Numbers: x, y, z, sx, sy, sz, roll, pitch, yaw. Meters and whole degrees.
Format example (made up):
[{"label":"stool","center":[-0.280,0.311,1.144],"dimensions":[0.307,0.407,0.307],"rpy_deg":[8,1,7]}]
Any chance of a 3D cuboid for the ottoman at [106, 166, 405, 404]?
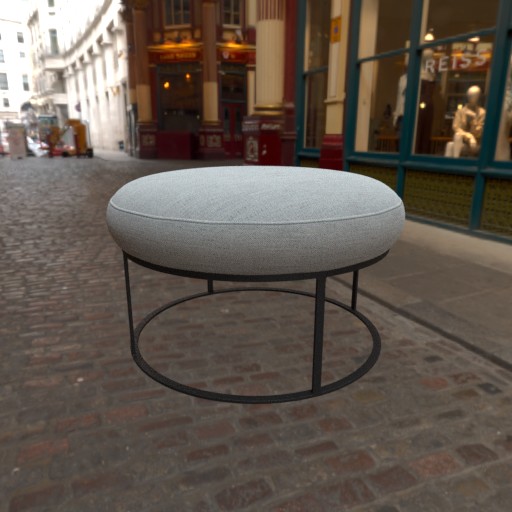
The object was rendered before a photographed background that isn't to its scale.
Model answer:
[{"label":"ottoman","center":[0.000,0.000,1.231],"dimensions":[0.769,0.459,0.769],"rpy_deg":[0,16,0]}]
